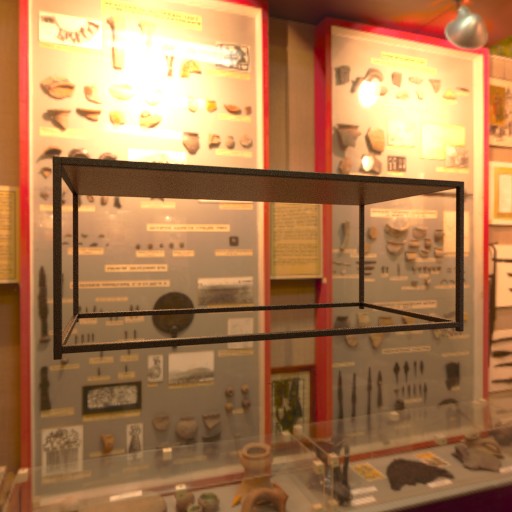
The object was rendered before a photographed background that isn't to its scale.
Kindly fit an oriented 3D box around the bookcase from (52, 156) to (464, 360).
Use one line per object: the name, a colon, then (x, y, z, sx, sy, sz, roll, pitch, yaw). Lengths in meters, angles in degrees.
bookcase: (0.000, 0.000, 1.259, 1.000, 0.400, 0.500, 0, 1, -18)
